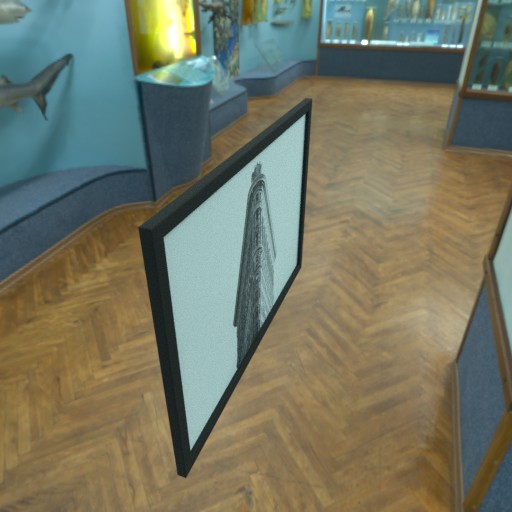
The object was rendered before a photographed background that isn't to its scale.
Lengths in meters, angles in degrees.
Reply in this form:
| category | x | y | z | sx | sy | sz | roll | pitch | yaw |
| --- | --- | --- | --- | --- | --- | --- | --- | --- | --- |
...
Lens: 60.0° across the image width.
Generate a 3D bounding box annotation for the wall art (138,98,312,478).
| category | x | y | z | sx | sy | sz | roll | pitch | yaw |
| --- | --- | --- | --- | --- | --- | --- | --- | --- | --- |
| wall art | 0.000 | 0.000 | 1.240 | 0.026 | 0.656 | 0.958 | 12 | 34 | 18 |
